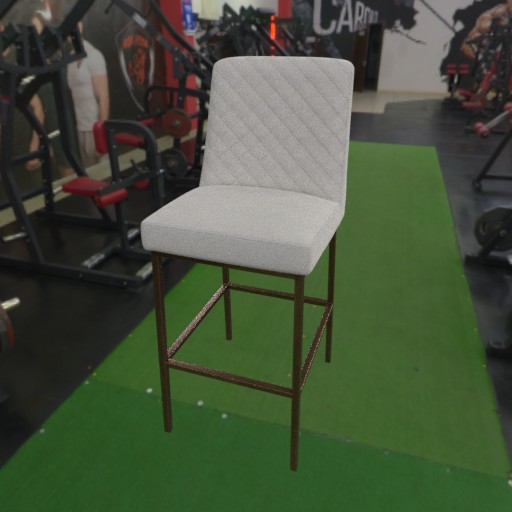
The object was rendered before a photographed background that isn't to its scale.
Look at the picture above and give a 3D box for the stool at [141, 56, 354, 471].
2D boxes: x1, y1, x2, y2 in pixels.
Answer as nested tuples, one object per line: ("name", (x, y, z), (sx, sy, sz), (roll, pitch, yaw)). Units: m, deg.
("stool", (0.000, 0.000, 1.342), (0.462, 1.084, 0.546), (9, 28, 17))
